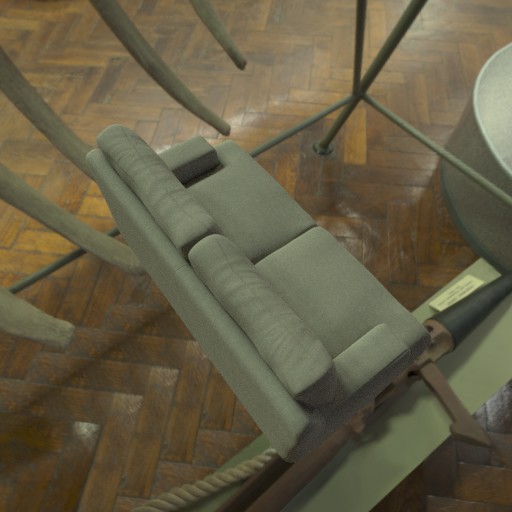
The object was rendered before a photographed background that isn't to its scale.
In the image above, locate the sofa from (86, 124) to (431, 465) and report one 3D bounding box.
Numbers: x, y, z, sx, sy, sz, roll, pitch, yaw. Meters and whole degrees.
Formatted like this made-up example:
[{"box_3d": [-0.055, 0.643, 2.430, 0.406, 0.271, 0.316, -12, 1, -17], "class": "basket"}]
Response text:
[{"box_3d": [0.000, 0.000, 2.432, 0.962, 0.980, 1.855, -32, 63, -19], "class": "sofa"}]
